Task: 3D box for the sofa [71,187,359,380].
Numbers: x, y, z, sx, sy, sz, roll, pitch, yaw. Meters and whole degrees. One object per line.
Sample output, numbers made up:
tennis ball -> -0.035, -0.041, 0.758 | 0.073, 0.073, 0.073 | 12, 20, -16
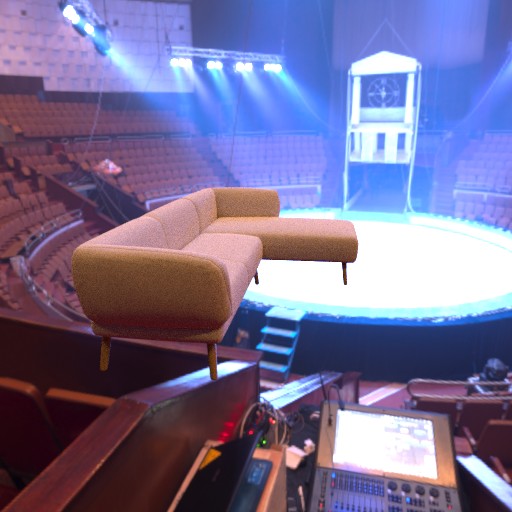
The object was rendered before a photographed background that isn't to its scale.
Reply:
sofa -> 0.000, 0.000, 3.356 | 1.610, 0.730, 2.660 | 2, 16, 8
